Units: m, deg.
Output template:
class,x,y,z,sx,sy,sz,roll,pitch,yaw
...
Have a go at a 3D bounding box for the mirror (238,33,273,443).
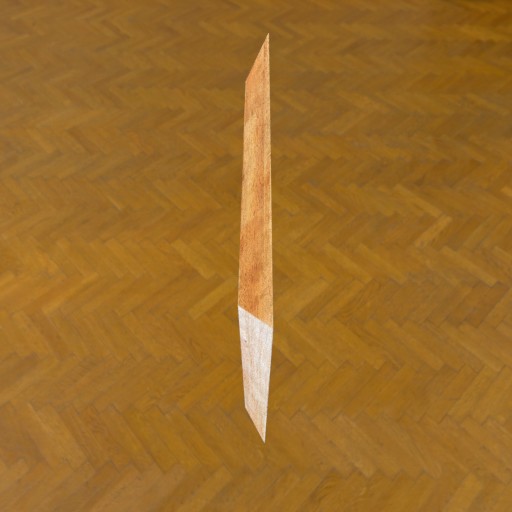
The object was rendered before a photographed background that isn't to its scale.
class,x,y,z,sx,sy,sz,roll,pitch,yaw
mirror,0.000,0.000,0.984,0.047,0.651,0.651,0,56,0
